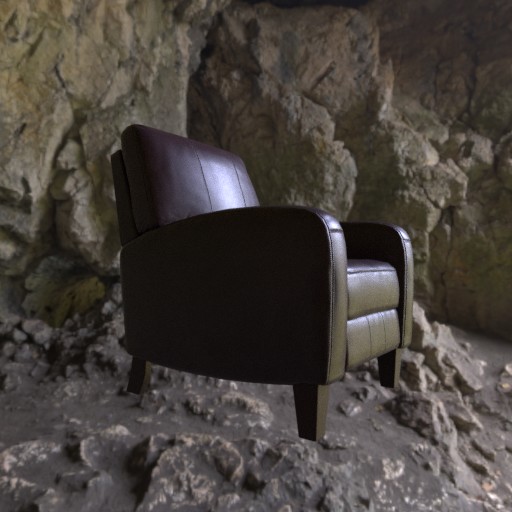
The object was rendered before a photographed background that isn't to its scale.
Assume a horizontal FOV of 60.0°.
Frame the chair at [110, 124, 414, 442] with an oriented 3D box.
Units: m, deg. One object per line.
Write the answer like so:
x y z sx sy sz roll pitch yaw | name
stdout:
0.000 0.000 1.679 0.990 0.990 0.762 -1 -1 36 | chair
